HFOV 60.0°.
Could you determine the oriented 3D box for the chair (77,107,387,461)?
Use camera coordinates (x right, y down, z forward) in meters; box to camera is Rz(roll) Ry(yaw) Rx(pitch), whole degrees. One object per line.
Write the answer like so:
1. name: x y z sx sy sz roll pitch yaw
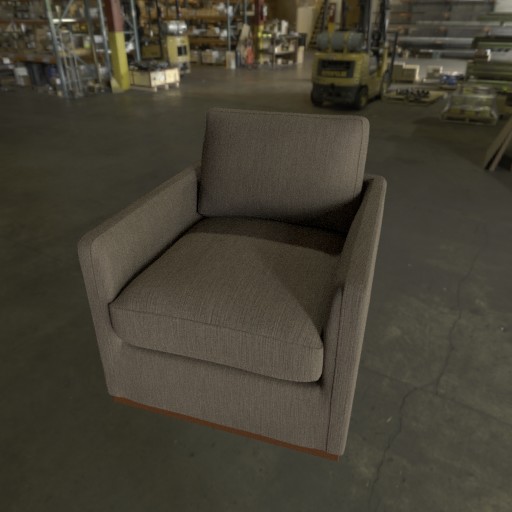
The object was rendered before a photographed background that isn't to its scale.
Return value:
1. chair: 0.000 0.000 1.474 0.763 0.811 0.834 9 30 15
